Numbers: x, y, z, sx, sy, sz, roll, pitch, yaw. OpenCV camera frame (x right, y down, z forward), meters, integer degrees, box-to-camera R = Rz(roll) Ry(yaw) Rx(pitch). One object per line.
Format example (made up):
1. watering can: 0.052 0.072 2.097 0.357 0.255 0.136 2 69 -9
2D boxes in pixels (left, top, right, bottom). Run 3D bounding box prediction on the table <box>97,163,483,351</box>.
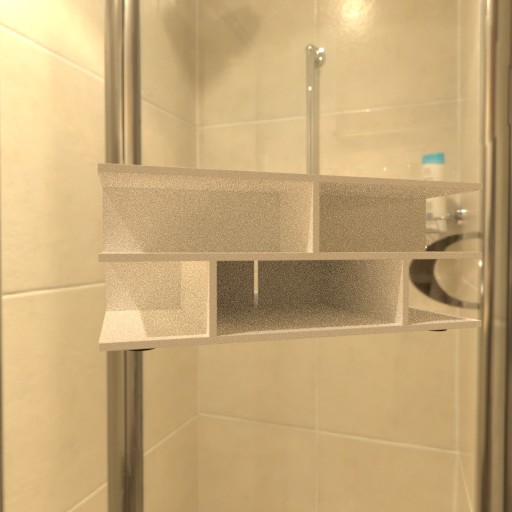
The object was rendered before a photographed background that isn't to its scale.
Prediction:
1. table: 0.000 0.000 1.089 0.700 0.289 0.700 0 1 -17
